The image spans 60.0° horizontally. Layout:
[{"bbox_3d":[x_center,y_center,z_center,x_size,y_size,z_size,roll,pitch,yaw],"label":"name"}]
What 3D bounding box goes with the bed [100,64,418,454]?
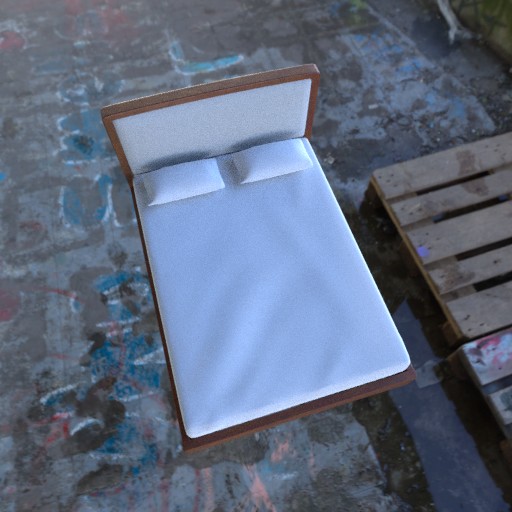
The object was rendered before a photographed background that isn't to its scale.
[{"bbox_3d":[0.000,0.000,3.193,1.587,1.275,2.196,-15,63,-8],"label":"bed"}]
